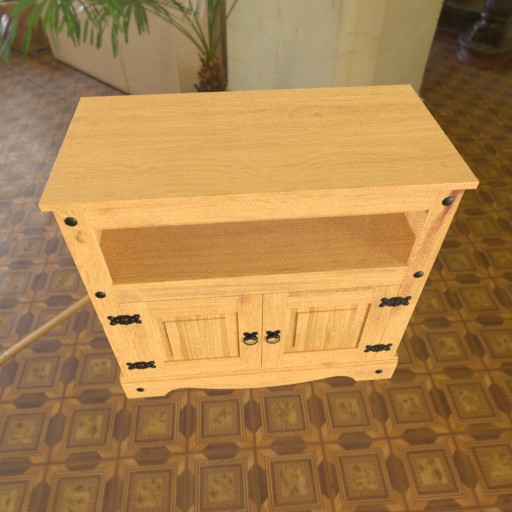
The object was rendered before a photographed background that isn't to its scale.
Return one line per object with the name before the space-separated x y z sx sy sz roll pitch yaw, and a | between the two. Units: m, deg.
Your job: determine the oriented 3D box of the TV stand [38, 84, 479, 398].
TV stand | 0.000 0.000 1.280 0.851 0.787 0.430 -3 46 -3
